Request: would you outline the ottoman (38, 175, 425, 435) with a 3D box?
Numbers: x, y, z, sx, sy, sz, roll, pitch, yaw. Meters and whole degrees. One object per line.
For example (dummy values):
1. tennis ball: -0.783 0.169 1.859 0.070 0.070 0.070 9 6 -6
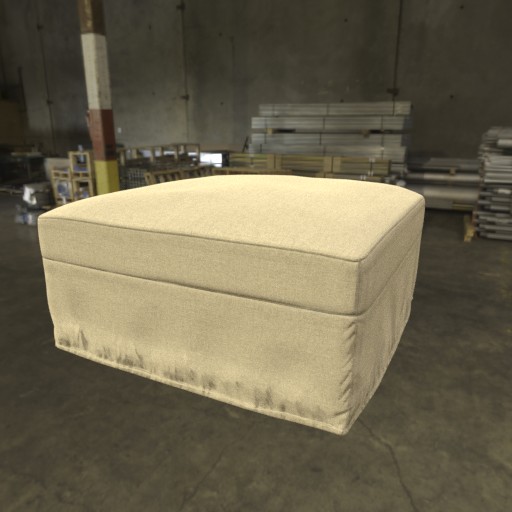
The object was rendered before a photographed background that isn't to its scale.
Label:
1. ottoman: 0.000 0.000 1.312 0.843 0.436 0.840 8 18 26
